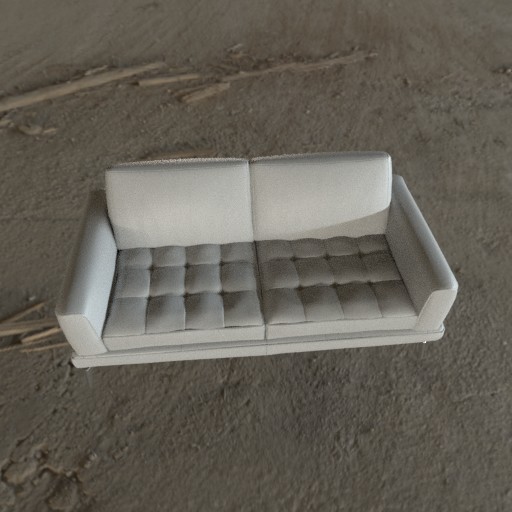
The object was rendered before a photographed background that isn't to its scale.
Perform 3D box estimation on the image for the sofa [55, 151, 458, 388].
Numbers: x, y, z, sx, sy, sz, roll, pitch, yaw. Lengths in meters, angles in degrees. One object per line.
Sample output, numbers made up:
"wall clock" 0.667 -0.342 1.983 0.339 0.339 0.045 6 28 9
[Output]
"sofa" 0.000 0.000 2.751 2.177 0.930 1.121 -3 46 -3
